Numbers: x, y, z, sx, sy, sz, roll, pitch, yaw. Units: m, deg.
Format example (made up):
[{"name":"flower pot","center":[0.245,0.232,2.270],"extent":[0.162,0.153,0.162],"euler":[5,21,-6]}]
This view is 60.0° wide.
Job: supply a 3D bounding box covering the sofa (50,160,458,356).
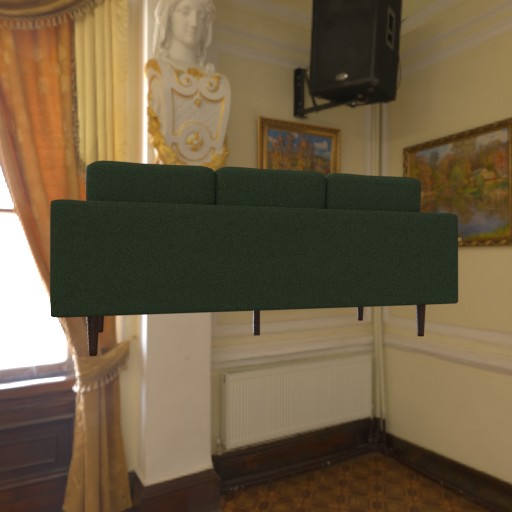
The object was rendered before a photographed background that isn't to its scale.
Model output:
[{"name":"sofa","center":[0.000,0.000,2.528],"extent":[2.029,0.899,0.879],"euler":[0,0,-17]}]
